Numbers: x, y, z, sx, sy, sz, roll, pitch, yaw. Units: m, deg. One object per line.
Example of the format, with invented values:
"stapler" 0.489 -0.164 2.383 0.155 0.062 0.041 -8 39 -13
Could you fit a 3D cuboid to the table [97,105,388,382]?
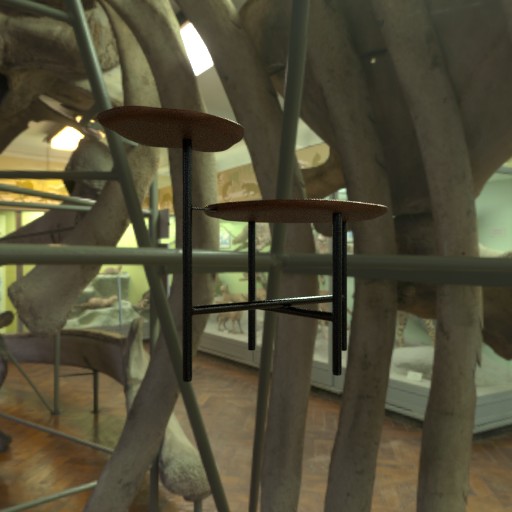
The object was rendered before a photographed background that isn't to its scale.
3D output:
"table" 0.000 0.000 1.073 0.759 0.538 0.442 0 0 -36
